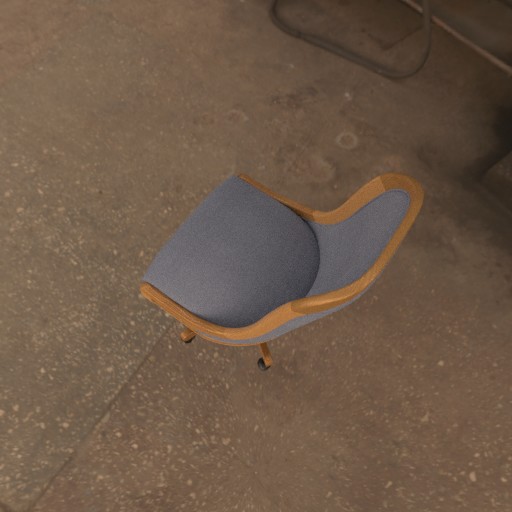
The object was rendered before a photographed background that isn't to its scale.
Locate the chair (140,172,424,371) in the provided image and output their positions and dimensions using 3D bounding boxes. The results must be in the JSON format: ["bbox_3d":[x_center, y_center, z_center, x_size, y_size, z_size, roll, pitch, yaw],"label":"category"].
[{"bbox_3d":[0.000,0.000,1.455,0.735,1.031,0.605,32,68,15],"label":"chair"}]
